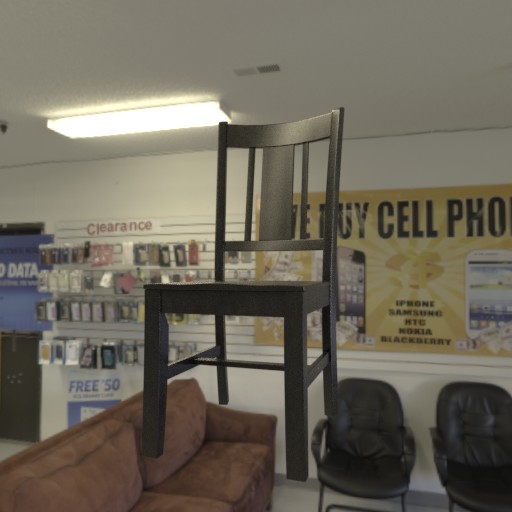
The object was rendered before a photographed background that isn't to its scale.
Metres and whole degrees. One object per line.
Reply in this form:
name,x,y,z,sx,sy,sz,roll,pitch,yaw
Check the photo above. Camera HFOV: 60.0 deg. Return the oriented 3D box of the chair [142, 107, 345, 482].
chair,0.000,0.000,1.291,0.450,0.998,0.555,-1,-2,19
